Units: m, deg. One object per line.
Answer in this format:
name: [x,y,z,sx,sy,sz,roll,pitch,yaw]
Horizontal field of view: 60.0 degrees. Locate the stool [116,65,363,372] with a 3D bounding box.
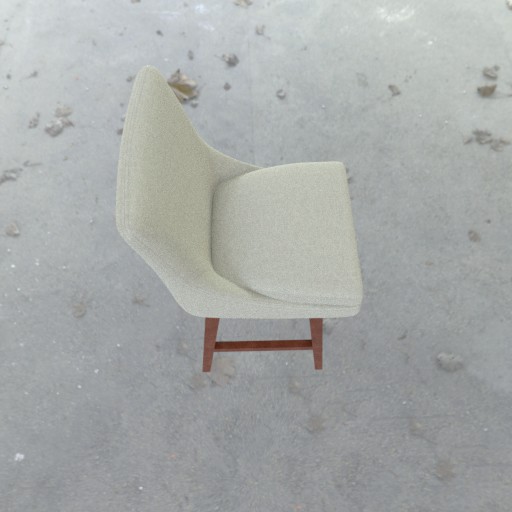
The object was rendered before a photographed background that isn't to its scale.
stool: [0.000,0.000,1.384,0.559,1.092,0.470,-1,63,-1]
